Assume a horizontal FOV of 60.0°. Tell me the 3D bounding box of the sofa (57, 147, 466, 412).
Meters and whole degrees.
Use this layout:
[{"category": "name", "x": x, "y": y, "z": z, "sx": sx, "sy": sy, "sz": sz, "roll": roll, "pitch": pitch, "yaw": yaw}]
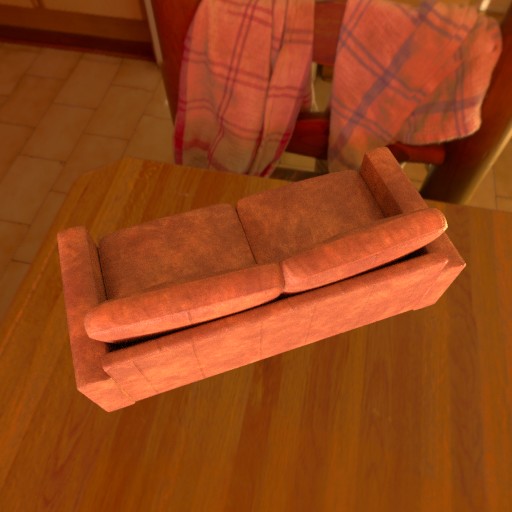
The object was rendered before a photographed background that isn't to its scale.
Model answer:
[{"category": "sofa", "x": 0.000, "y": 0.000, "z": 2.669, "sx": 2.179, "sy": 0.873, "sz": 1.016, "roll": -16, "pitch": 60, "yaw": -10}]
